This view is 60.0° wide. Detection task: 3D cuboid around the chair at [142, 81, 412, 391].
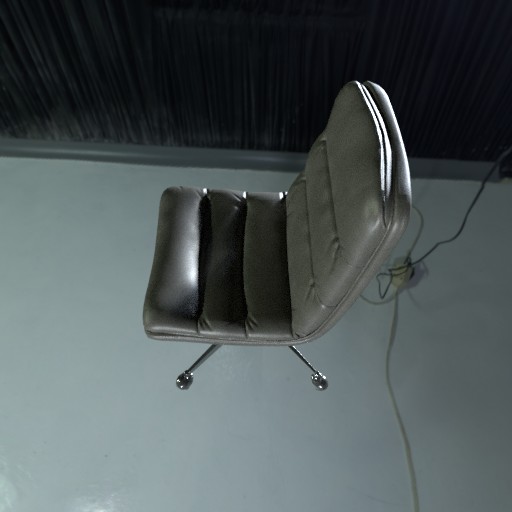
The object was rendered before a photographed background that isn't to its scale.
[{"bbox_3d":[0.000,0.000,1.032,0.485,0.738,0.422,0,57,0],"label":"chair"}]
